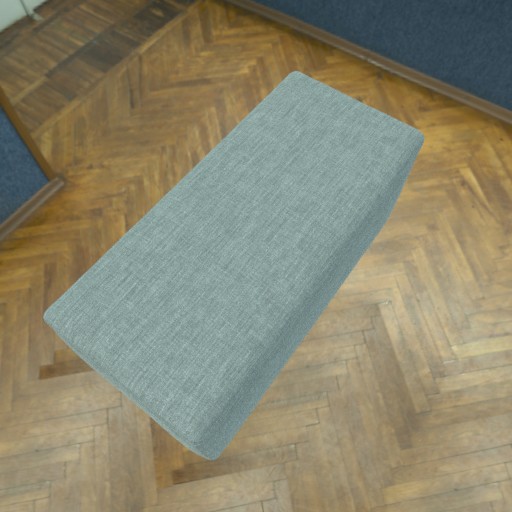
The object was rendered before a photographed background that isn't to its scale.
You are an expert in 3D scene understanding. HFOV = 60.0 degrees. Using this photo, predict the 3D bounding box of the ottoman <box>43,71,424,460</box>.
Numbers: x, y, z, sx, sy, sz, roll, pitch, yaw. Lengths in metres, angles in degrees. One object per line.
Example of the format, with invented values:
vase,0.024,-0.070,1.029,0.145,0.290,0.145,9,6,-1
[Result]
ottoman,0.000,0.000,1.137,0.419,0.432,0.902,33,66,16
